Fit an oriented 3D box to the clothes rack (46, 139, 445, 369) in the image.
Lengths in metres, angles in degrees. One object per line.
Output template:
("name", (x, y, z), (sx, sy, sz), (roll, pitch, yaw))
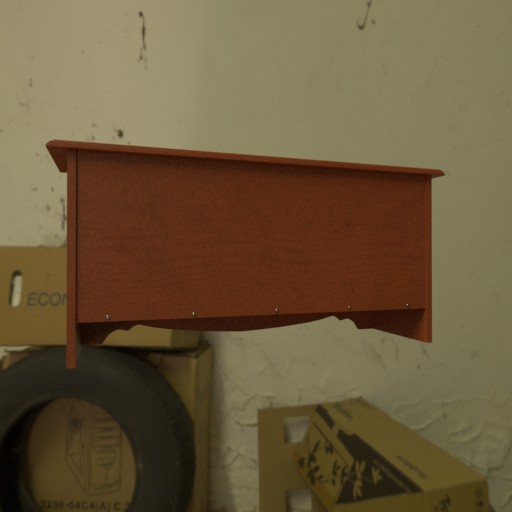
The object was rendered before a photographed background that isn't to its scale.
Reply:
("clothes rack", (0.000, 0.000, 1.497), (1.251, 0.594, 0.362), (0, 0, -18))
